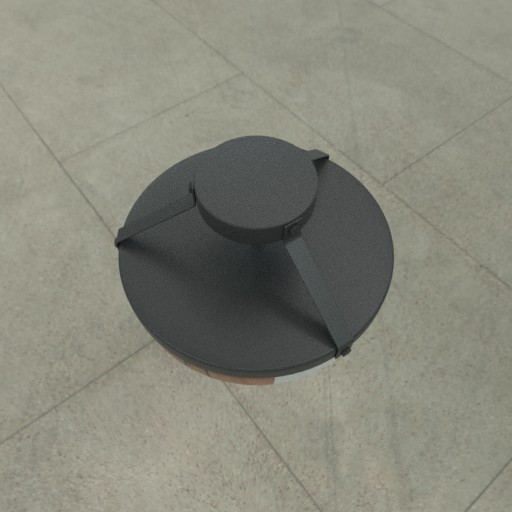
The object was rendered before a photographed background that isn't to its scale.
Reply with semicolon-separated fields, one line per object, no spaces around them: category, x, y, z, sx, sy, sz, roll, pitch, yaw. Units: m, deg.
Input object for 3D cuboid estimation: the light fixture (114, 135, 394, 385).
light fixture;0.000;0.000;0.525;0.304;0.269;0.304;0;57;0
